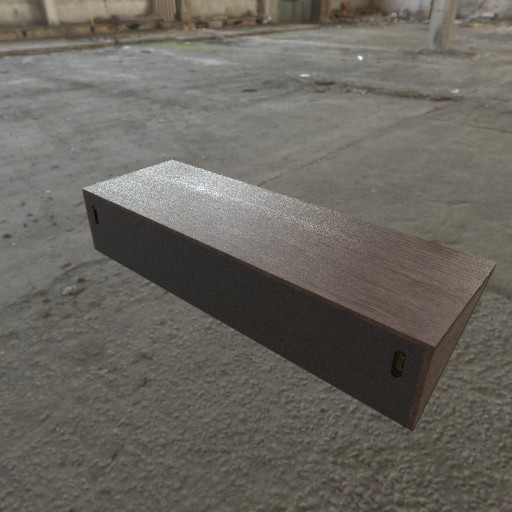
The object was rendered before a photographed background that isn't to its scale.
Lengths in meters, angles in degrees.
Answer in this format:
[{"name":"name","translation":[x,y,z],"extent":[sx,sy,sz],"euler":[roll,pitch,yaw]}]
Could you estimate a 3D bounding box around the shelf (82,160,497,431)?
[{"name":"shelf","translation":[0.000,0.000,0.682],"extent":[0.610,0.125,0.200],"euler":[23,38,34]}]
